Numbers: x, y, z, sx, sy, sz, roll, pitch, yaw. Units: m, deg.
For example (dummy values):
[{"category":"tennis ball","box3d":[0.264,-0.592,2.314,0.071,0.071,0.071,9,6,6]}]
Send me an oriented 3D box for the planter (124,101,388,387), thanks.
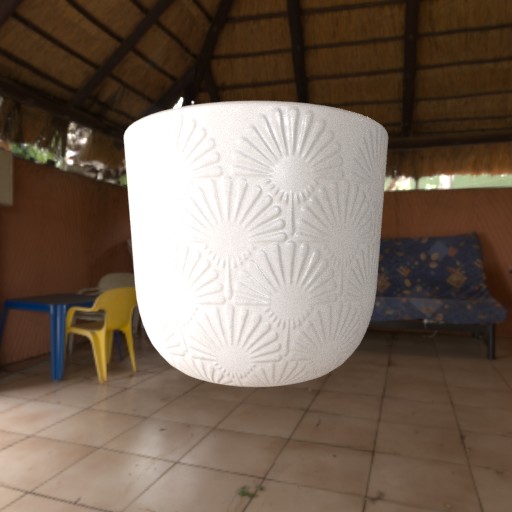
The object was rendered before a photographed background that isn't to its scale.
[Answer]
[{"category":"planter","box3d":[0.000,0.000,0.297,0.170,0.152,0.170,0,1,0]}]
